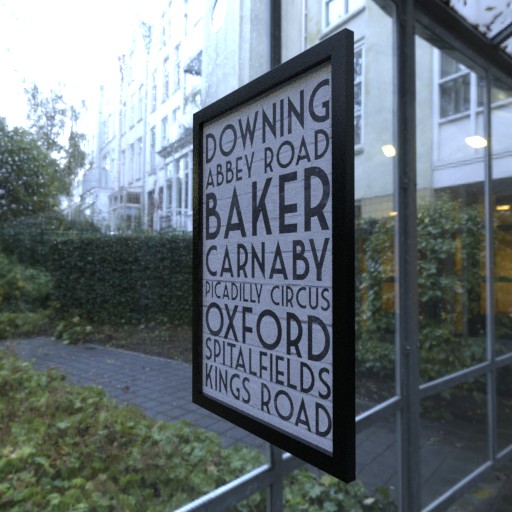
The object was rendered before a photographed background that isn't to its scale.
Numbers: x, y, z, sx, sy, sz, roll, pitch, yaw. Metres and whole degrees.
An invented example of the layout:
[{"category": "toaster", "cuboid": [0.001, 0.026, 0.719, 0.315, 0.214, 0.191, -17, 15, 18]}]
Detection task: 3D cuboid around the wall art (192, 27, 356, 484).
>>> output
[{"category": "wall art", "cuboid": [0.000, 0.000, 0.828, 0.019, 0.656, 0.462, 1, -1, -36]}]
